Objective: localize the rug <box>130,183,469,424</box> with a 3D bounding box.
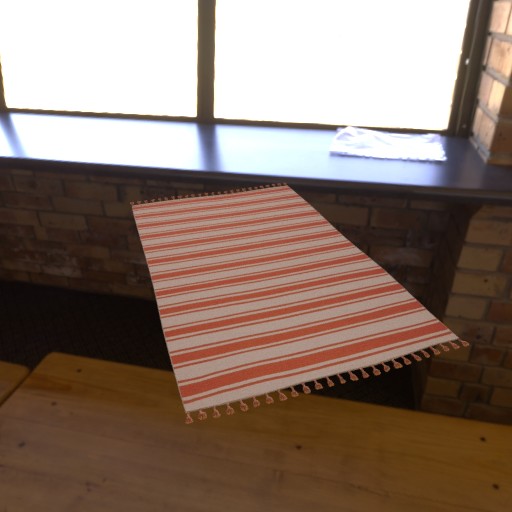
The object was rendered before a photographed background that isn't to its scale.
[{"bbox_3d":[0.000,0.000,2.567,1.232,0.017,2.092,-10,31,-16],"label":"rug"}]
